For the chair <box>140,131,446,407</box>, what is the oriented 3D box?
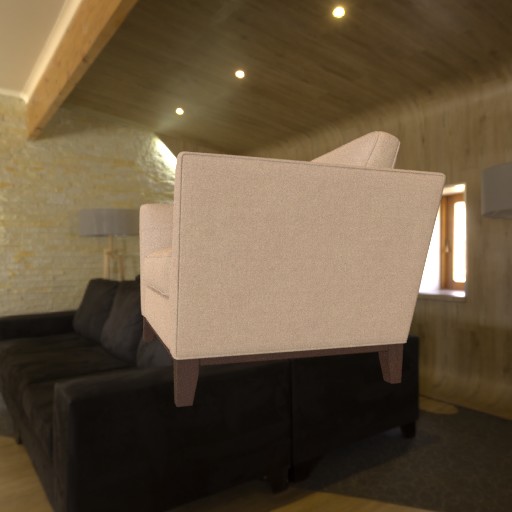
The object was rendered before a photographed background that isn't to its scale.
[{"bbox_3d":[0.000,0.000,2.082,0.965,0.940,1.397,0,0,-19],"label":"chair"}]
